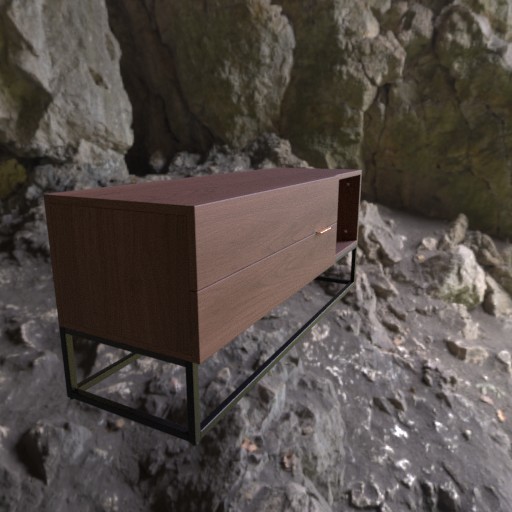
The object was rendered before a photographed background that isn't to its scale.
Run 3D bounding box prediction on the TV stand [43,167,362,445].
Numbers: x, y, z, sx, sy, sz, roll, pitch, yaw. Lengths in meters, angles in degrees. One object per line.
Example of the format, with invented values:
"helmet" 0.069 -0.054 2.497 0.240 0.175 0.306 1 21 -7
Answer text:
"TV stand" 0.000 0.000 1.446 0.415 0.500 1.200 7 16 27
